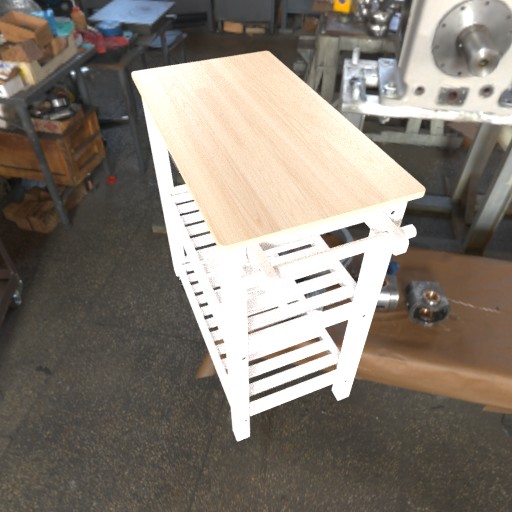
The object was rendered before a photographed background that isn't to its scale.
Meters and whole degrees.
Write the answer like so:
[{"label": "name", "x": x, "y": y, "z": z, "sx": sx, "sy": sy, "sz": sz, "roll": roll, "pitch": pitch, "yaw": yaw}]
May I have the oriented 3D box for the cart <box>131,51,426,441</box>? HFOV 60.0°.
[{"label": "cart", "x": 0.000, "y": 0.000, "z": 1.442, "sx": 0.457, "sy": 0.927, "sz": 0.899, "roll": -16, "pitch": 47, "yaw": -16}]
